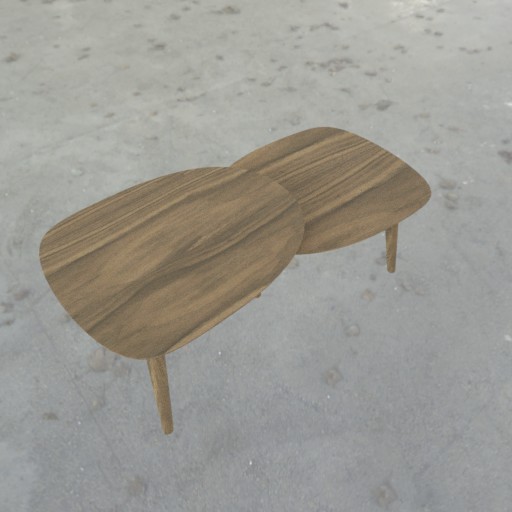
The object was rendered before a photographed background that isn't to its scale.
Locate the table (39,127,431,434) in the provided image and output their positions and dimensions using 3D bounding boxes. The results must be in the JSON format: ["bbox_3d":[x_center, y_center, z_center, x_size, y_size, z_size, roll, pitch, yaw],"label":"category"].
[{"bbox_3d":[0.000,0.000,1.338,1.084,0.429,0.527,-30,53,-25],"label":"table"}]
